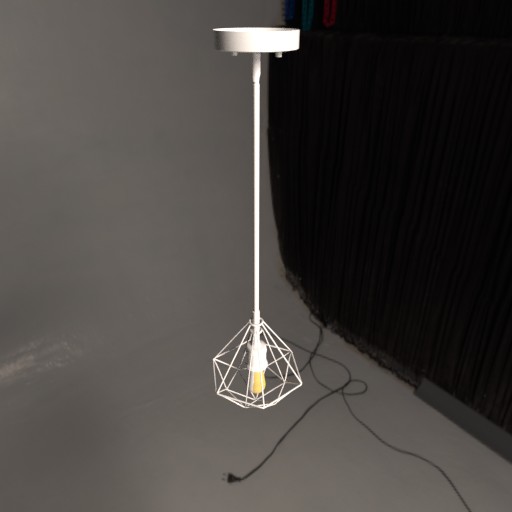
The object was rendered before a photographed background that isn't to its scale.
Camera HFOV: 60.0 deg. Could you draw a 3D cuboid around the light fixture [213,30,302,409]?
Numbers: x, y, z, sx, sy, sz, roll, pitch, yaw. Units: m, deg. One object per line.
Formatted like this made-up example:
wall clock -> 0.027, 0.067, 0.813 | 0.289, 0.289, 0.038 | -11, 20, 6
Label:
light fixture -> 0.000, 0.000, 1.937 | 0.487, 1.764, 0.431 | -21, 36, -33
